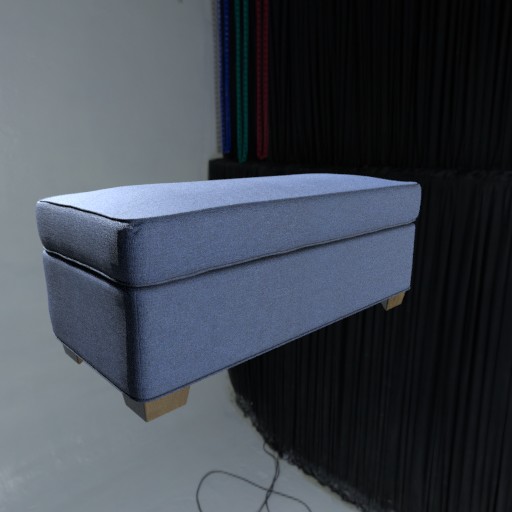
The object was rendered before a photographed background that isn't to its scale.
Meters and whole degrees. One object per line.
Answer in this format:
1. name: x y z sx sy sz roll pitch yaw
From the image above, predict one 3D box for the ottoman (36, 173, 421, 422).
1. ottoman: 0.000 0.000 1.359 1.110 0.460 0.515 -13 19 -42
